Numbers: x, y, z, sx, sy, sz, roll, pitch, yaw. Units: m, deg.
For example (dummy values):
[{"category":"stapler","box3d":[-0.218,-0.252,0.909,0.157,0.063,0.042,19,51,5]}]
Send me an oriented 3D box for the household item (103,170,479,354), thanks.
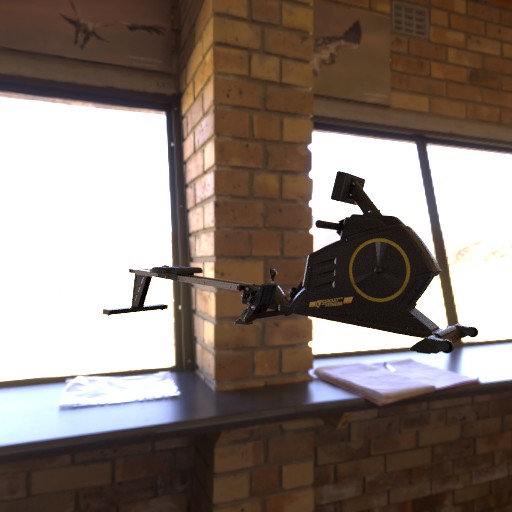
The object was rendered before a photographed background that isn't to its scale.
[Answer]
[{"category":"household item","box3d":[0.000,0.000,2.564,2.251,0.810,0.521,-1,-1,37]}]
